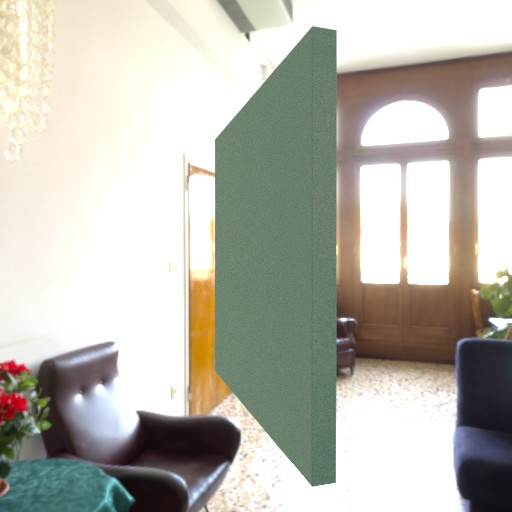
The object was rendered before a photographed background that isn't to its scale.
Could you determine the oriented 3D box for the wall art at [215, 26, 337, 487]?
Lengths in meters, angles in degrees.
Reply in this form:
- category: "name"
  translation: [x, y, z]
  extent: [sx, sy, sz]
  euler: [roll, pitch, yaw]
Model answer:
- category: "wall art"
  translation: [0.000, 0.000, 0.871]
  extent: [0.036, 0.603, 0.603]
  euler: [0, 0, -17]
